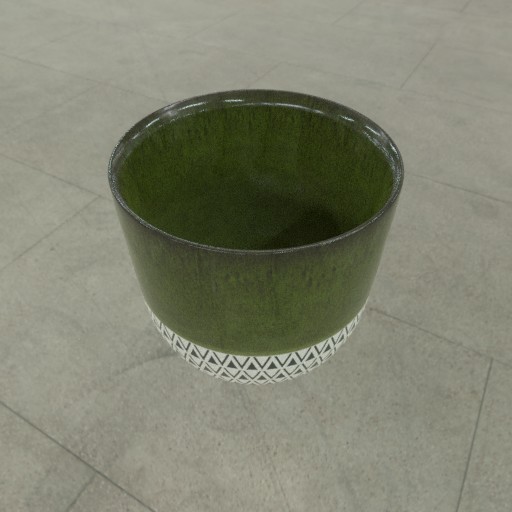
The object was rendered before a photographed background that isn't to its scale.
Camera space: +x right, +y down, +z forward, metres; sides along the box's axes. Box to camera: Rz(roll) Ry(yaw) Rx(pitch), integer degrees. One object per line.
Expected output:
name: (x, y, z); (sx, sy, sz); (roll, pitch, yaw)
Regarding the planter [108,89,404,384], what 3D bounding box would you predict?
planter: (0.000, 0.000, 0.502); (0.266, 0.270, 0.266); (0, 45, 0)
